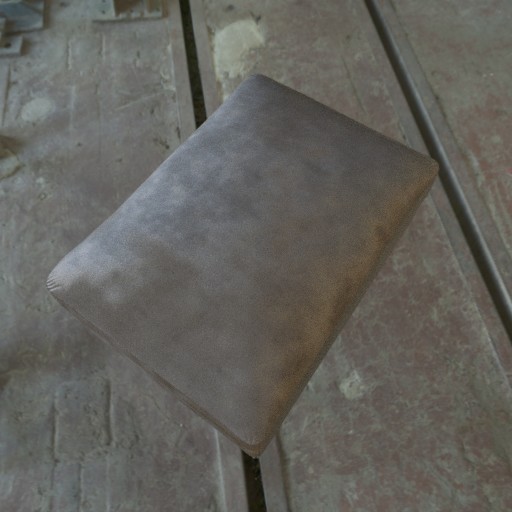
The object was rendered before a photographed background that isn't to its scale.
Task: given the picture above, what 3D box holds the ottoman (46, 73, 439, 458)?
[{"bbox_3d":[0.000,0.000,1.054,0.520,0.456,0.719,32,68,15],"label":"ottoman"}]
